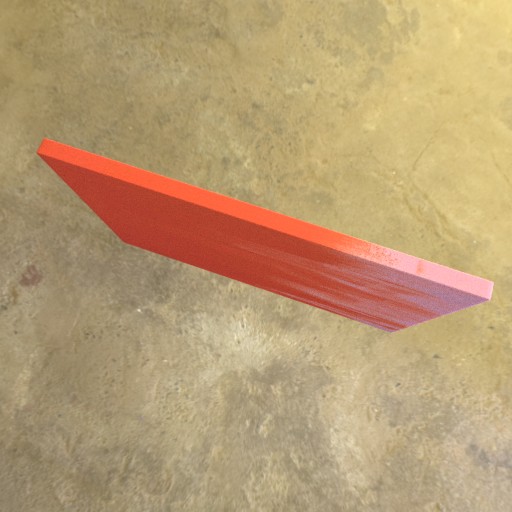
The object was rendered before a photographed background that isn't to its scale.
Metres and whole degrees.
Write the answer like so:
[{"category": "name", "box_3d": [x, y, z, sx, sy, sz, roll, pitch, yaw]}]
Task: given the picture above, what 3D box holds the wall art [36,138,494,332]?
[{"category": "wall art", "box_3d": [0.000, 0.000, 1.138, 0.913, 0.609, 0.040, 18, 75, 5]}]
